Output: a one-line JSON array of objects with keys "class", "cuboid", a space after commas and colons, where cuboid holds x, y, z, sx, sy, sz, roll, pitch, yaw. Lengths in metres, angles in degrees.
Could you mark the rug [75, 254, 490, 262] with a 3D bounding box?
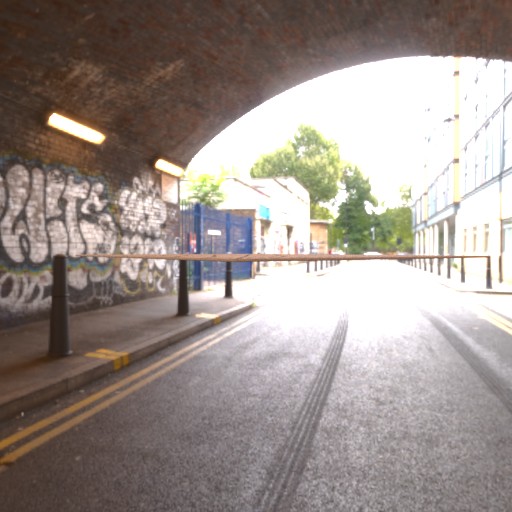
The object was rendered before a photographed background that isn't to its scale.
[{"class": "rug", "cuboid": [0.000, 0.000, 4.071, 2.446, 0.015, 3.046, 0, 1, -36]}]
